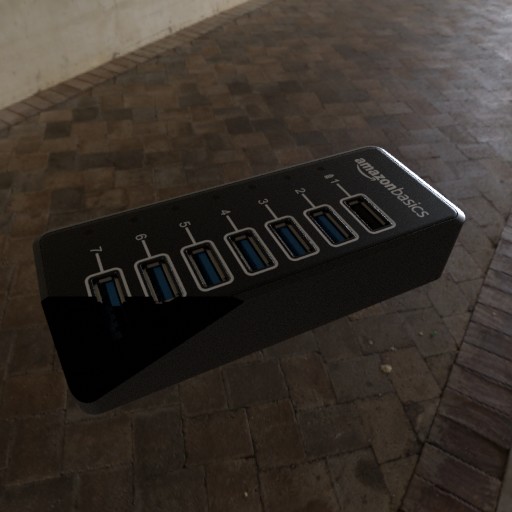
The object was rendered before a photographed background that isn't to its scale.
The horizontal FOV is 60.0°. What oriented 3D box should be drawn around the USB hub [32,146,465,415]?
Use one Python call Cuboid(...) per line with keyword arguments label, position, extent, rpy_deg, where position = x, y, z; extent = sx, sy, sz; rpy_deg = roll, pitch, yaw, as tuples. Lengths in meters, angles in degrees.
Cuboid(label="USB hub", position=(0.000, 0.000, 0.126), extent=(0.110, 0.023, 0.044), rpy_deg=(-18, 47, -18))
